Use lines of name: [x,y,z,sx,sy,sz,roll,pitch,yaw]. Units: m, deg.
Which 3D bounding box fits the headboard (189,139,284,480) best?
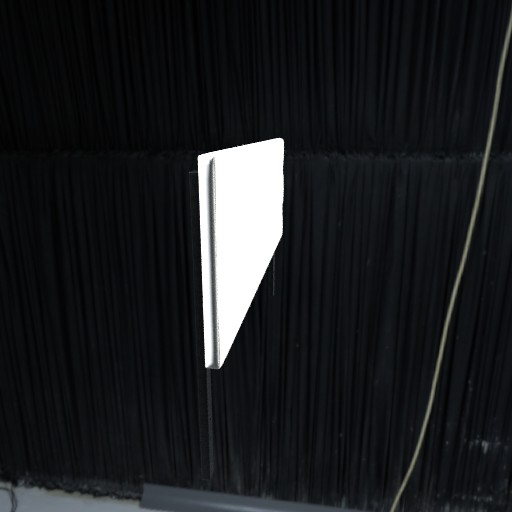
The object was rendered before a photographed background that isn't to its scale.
headboard: [0.000,0.000,2.856,0.120,1.410,2.362,3,16,9]
